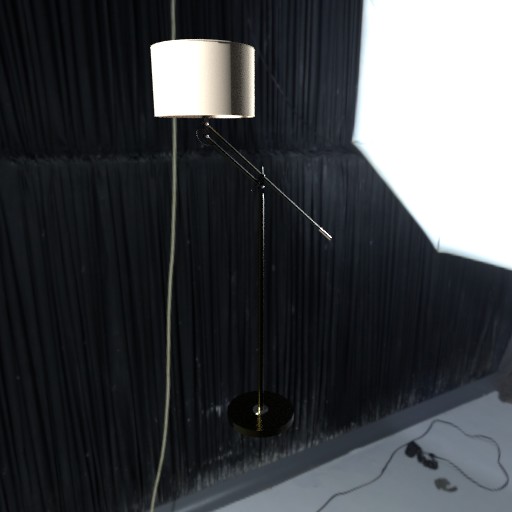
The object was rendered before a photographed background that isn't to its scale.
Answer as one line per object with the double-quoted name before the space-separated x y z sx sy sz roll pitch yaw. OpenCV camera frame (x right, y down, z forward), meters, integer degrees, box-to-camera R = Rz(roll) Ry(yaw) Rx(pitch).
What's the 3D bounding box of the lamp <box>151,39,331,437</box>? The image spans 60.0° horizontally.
"lamp" 0.000 0.000 1.935 0.809 1.635 0.373 -8 18 -27
